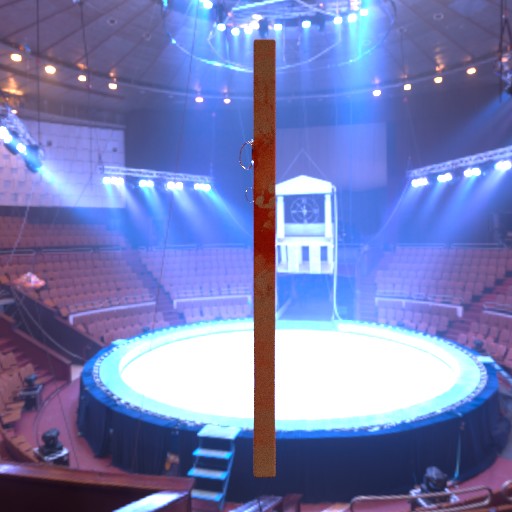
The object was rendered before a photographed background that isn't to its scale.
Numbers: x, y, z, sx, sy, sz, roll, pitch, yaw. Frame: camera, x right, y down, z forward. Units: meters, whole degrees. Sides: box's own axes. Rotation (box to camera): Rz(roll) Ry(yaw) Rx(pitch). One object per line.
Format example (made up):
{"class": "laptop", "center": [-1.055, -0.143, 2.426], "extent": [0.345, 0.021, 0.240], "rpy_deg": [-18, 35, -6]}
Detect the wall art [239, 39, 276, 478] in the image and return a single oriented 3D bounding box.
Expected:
{"class": "wall art", "center": [0.000, 0.000, 1.124], "extent": [0.064, 0.746, 0.747], "rpy_deg": [0, 1, 0]}
